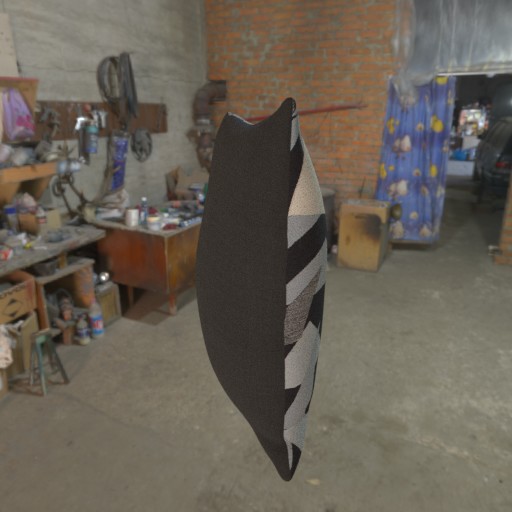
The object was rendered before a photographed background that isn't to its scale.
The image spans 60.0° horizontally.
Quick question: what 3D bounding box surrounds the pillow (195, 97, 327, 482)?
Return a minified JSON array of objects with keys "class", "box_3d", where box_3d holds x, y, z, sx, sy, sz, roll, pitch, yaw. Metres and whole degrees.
[{"class":"pillow","box_3d":[0.000,0.000,0.764,0.208,0.496,0.503,-3,18,-11]}]
